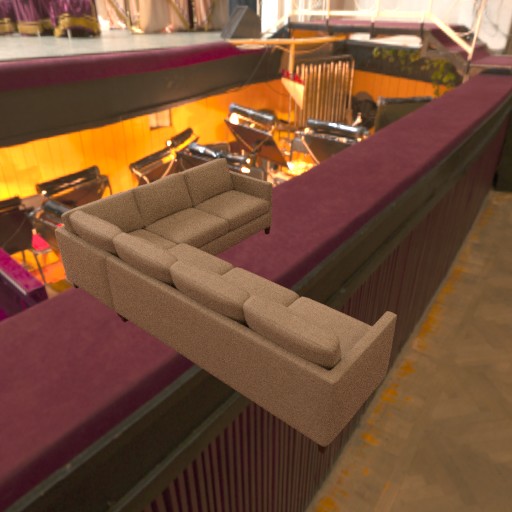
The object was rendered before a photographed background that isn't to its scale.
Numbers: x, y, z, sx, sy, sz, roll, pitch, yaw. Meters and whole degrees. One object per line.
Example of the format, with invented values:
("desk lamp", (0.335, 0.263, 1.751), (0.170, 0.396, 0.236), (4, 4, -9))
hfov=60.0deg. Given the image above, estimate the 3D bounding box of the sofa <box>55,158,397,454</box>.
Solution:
("sofa", (0.000, 0.000, 4.525), (3.333, 0.934, 2.522), (23, 37, 34))
